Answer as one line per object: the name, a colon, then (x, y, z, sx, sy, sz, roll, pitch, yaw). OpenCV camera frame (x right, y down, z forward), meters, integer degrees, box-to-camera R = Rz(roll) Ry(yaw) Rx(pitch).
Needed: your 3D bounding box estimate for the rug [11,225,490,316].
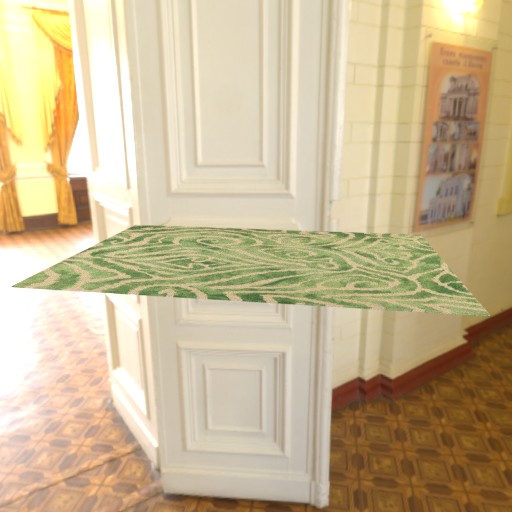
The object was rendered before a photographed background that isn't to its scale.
rug: (0.000, 0.000, 2.241, 1.826, 0.006, 1.220, 3, 16, 9)
